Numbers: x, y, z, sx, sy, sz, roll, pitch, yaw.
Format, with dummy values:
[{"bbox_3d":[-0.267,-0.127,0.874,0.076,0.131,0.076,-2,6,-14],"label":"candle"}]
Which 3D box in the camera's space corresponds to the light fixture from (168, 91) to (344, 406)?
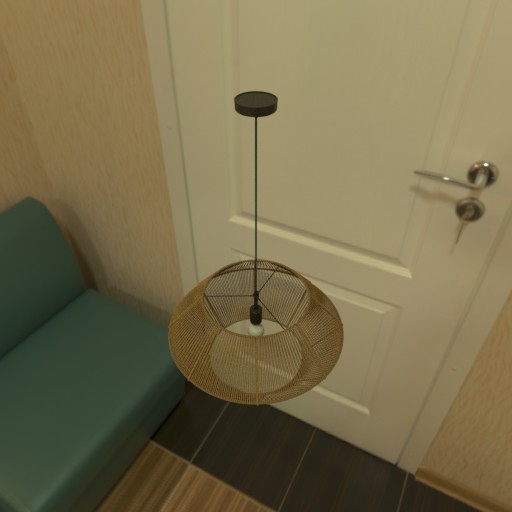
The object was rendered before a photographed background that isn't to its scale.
[{"bbox_3d":[0.000,0.000,1.411,0.643,1.009,0.643,0,40,0],"label":"light fixture"}]
